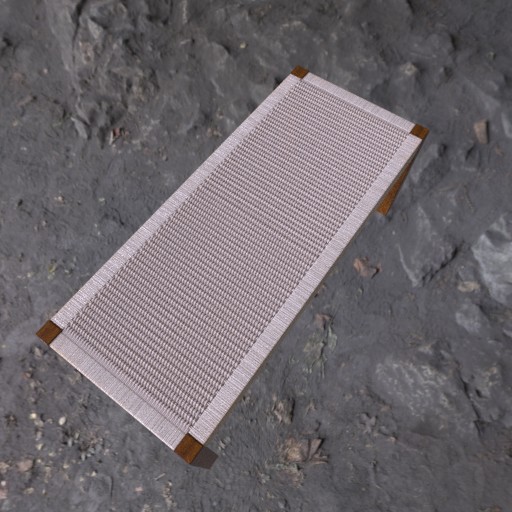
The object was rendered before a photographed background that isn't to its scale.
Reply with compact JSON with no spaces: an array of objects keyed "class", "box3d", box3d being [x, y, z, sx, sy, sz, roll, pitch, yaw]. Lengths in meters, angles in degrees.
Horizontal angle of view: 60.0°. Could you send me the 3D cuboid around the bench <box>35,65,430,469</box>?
[{"class":"bench","box3d":[0.000,0.000,1.469,0.507,0.457,1.198,33,68,15]}]
